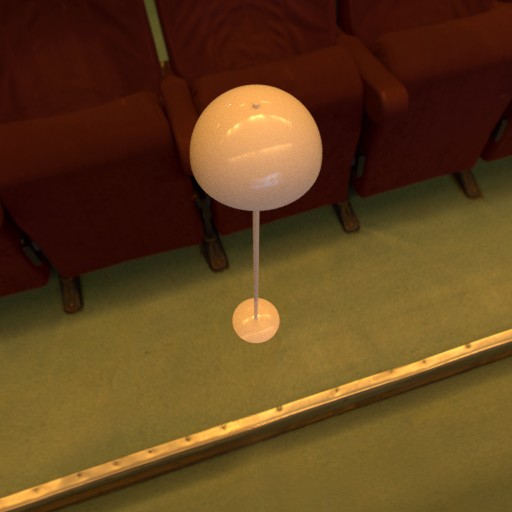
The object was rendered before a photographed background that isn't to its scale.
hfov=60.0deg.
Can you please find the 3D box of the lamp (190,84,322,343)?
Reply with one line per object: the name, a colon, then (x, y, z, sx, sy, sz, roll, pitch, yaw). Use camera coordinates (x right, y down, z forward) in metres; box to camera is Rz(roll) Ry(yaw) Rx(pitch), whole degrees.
lamp: (0.000, 0.000, 1.614, 0.328, 1.480, 0.328, -16, 65, -8)
